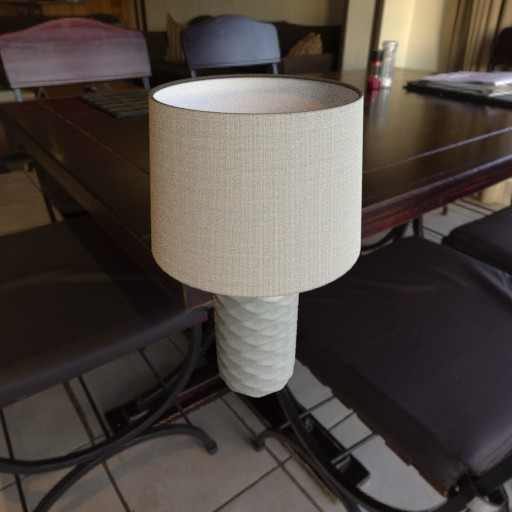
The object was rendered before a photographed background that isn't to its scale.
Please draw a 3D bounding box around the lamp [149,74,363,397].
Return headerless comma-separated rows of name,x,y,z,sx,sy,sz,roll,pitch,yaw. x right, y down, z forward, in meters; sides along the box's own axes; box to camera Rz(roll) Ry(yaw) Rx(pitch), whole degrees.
lamp,0.000,0.000,0.833,0.376,0.594,0.376,0,30,0
